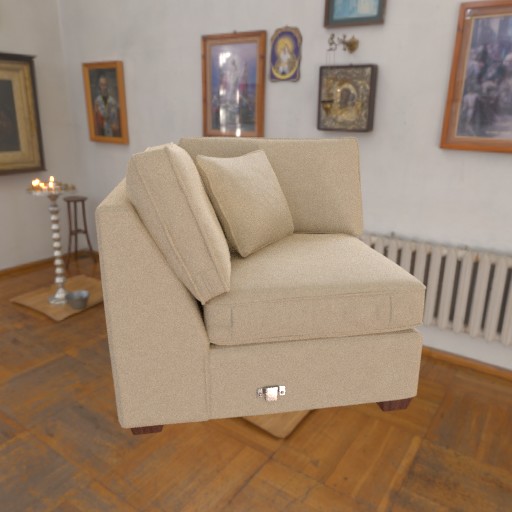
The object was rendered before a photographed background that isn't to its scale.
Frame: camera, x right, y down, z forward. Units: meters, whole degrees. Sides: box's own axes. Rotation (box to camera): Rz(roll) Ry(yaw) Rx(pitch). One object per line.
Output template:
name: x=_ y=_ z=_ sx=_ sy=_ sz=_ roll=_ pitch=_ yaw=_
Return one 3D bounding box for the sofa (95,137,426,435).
sofa: x=0.000 y=0.000 z=1.952 sx=1.146 sy=1.002 sz=1.084 roll=-3 pitch=17 yaw=-10
